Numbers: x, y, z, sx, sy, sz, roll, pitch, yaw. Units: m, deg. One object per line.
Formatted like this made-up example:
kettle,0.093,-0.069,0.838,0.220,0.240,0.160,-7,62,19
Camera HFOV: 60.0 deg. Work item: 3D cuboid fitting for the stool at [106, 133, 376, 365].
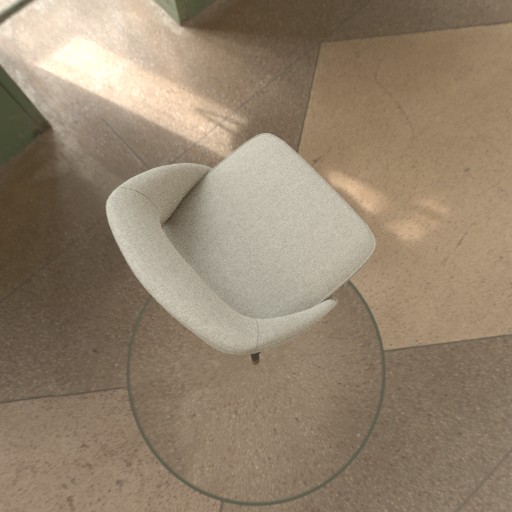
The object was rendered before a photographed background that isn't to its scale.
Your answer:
stool,0.000,0.000,1.245,0.509,0.940,0.494,-41,80,-9
